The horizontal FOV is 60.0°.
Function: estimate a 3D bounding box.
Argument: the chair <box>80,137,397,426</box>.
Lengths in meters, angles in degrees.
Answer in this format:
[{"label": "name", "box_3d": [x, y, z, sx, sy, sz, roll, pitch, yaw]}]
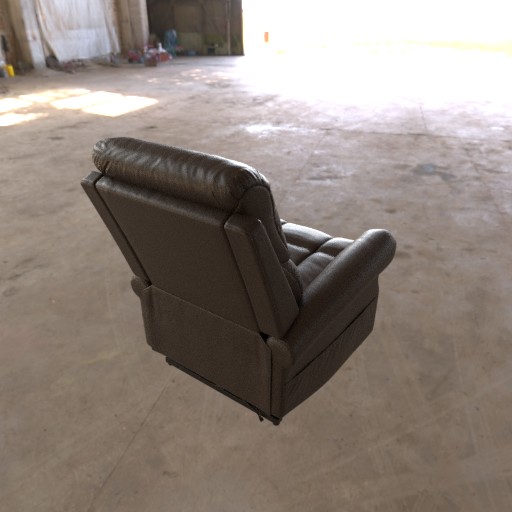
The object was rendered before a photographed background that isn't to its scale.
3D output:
[{"label": "chair", "box_3d": [0.000, 0.000, 1.742, 0.869, 1.028, 0.978, 19, 34, 31]}]
